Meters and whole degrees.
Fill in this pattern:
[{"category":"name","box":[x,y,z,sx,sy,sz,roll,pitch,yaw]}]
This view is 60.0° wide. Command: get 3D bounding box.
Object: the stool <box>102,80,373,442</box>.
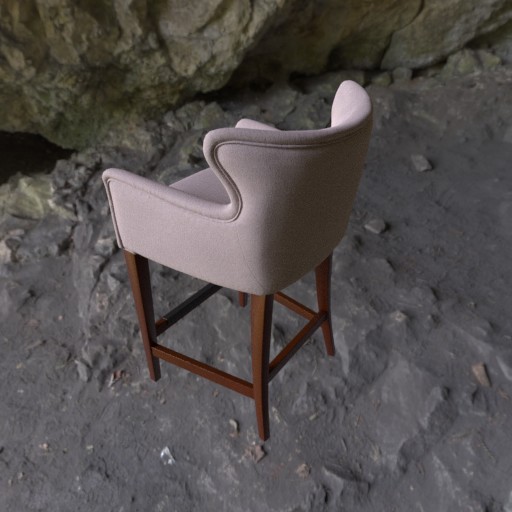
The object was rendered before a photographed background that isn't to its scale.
[{"category":"stool","box":[0.000,0.000,1.347,0.570,0.951,0.601,21,38,30]}]
